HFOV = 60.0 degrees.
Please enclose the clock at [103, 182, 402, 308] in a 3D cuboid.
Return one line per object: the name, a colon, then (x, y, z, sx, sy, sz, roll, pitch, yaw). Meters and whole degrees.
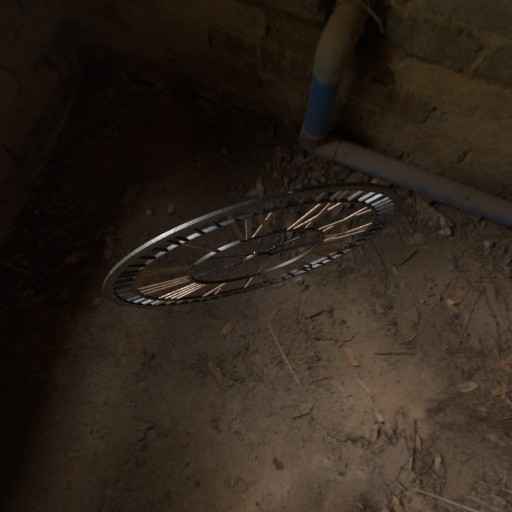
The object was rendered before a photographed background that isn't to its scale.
clock: (0.000, 0.000, 1.268, 0.843, 0.843, 0.025, -16, 75, -5)
